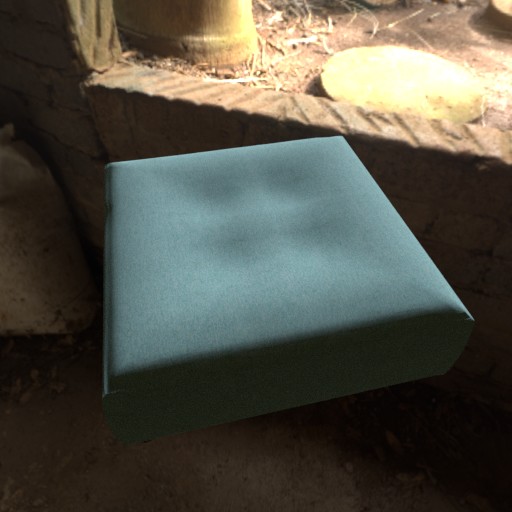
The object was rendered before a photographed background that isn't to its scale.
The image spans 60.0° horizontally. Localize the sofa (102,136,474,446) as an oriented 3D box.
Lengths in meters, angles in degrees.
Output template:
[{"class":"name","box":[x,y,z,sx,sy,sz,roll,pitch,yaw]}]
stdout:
[{"class":"sofa","box":[0.000,0.000,1.430,0.930,0.330,0.930,-9,46,-9]}]
